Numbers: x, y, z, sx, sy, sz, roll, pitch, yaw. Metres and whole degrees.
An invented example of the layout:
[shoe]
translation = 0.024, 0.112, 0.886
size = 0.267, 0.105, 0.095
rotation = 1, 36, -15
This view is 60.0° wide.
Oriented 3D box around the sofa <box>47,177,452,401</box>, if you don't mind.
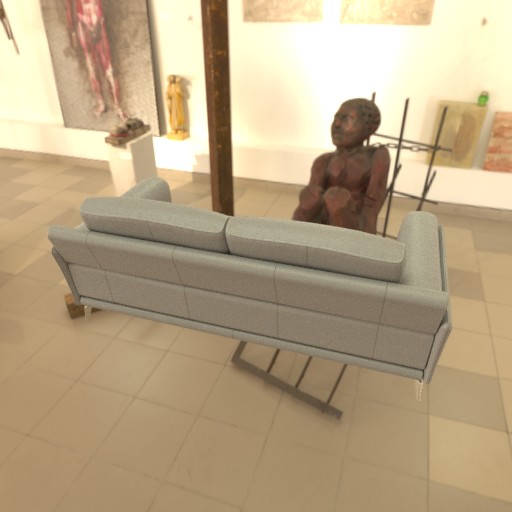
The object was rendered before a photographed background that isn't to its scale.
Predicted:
[sofa]
translation = 0.000, 0.000, 2.636
size = 2.101, 0.930, 1.049
rotation = 10, 33, 15
